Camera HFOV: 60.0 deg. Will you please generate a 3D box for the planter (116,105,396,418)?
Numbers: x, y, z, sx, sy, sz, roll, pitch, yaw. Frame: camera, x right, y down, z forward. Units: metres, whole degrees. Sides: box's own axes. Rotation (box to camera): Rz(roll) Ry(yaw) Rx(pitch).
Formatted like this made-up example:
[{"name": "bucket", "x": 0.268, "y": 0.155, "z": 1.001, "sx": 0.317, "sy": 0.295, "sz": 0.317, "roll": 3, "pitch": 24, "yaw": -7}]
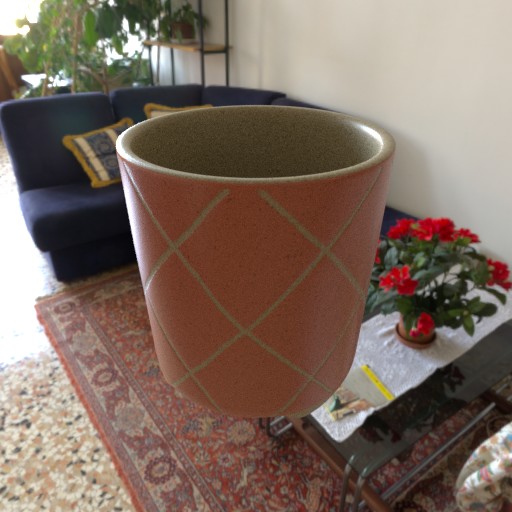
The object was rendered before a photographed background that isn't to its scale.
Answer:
[{"name": "planter", "x": 0.000, "y": 0.000, "z": 0.362, "sx": 0.191, "sy": 0.200, "sz": 0.191, "roll": 0, "pitch": 30, "yaw": 0}]
